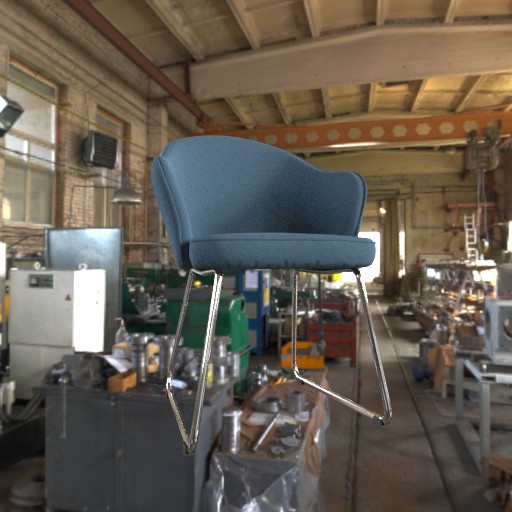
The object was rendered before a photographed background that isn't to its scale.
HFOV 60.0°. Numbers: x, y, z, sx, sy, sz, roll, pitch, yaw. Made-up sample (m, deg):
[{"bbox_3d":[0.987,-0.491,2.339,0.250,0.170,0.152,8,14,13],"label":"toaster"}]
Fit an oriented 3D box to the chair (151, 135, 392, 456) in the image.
[{"bbox_3d":[0.000,0.000,1.217,0.570,0.815,0.585,0,-1,-20],"label":"chair"}]
